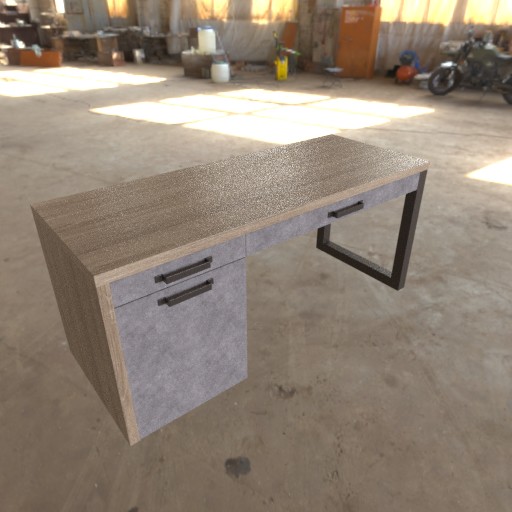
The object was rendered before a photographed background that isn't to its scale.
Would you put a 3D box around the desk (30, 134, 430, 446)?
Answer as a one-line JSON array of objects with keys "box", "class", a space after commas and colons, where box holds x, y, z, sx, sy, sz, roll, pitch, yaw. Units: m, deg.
[{"box": [0.000, 0.000, 2.140, 1.700, 0.760, 0.690, -22, 36, -33], "class": "desk"}]
